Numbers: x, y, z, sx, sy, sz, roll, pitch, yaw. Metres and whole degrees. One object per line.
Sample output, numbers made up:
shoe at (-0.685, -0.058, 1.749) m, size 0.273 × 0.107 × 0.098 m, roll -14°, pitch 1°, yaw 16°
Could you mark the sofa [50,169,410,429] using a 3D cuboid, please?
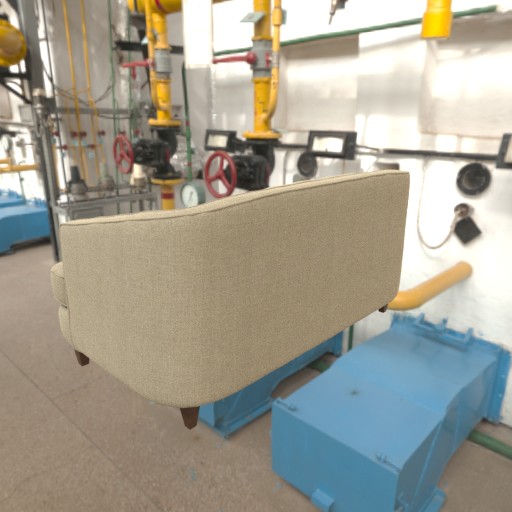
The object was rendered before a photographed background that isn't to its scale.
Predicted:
sofa at (0.000, 0.000, 2.246) m, size 0.941 × 0.855 × 1.733 m, roll 17°, pitch 24°, yaw 42°
